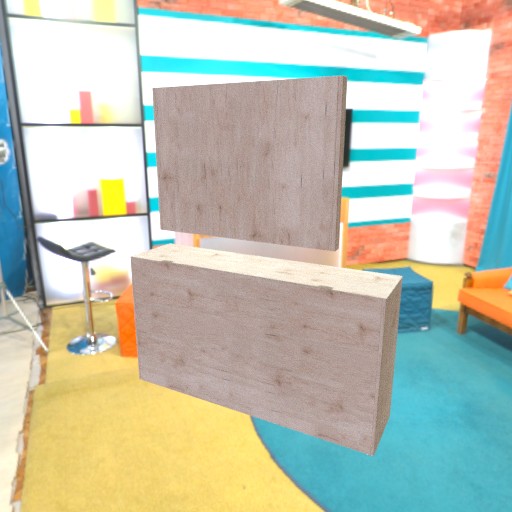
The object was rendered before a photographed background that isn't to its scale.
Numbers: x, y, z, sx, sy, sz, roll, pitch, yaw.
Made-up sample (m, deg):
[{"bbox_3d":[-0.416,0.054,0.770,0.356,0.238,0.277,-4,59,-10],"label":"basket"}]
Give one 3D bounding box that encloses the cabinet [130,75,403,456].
[{"bbox_3d":[0.000,0.000,2.753,1.700,1.981,0.420,8,17,27],"label":"cabinet"}]
